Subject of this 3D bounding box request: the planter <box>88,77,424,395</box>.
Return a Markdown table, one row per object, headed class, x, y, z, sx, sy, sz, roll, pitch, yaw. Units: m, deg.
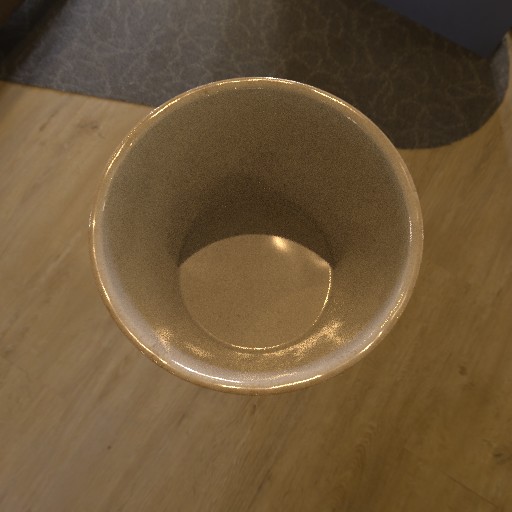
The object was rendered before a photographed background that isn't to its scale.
| class | x | y | z | sx | sy | sz | roll | pitch | yaw |
| --- | --- | --- | --- | --- | --- | --- | --- | --- | --- |
| planter | 0.000 | 0.000 | 0.218 | 0.126 | 0.104 | 0.126 | 0 | 75 | 0 |
